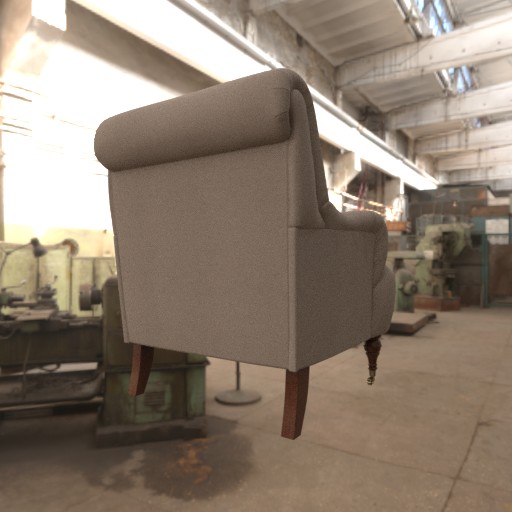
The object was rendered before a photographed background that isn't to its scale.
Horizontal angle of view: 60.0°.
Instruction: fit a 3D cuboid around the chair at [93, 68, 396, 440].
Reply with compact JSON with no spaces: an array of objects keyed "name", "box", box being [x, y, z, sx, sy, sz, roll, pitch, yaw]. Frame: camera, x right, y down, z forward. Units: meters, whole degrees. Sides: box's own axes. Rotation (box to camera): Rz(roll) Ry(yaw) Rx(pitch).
[{"name":"chair","box":[0.000,0.000,1.558,0.766,0.942,0.842,0,0,35]}]
